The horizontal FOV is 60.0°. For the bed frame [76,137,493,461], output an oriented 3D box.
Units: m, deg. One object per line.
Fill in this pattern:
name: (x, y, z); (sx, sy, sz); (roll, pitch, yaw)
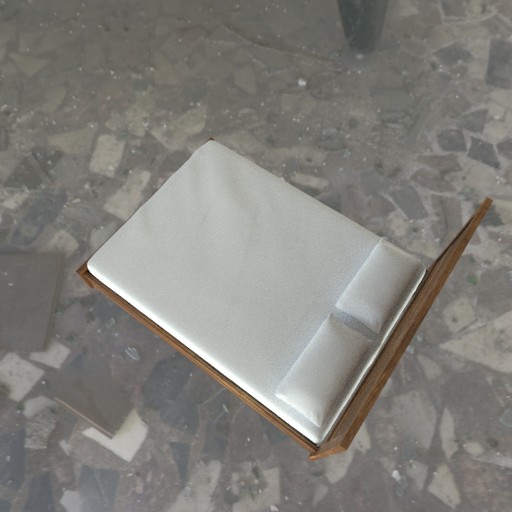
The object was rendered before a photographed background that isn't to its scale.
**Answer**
bed frame: (0.000, 0.000, 3.269); (2.276, 1.417, 1.696); (33, 68, 15)
